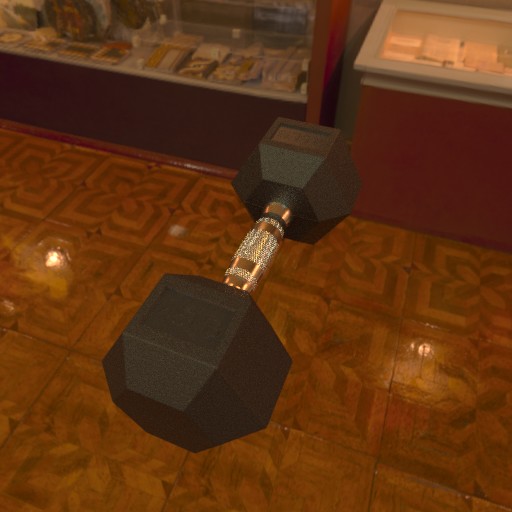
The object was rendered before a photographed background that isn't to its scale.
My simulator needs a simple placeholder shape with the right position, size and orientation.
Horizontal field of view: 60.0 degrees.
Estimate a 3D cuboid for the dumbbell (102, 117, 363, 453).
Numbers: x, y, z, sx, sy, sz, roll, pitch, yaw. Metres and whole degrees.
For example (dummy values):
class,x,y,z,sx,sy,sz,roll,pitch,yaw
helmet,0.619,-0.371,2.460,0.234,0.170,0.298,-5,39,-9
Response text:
class,x,y,z,sx,sy,sz,roll,pitch,yaw
dumbbell,0.000,0.000,0.432,0.141,0.123,0.356,16,49,15
